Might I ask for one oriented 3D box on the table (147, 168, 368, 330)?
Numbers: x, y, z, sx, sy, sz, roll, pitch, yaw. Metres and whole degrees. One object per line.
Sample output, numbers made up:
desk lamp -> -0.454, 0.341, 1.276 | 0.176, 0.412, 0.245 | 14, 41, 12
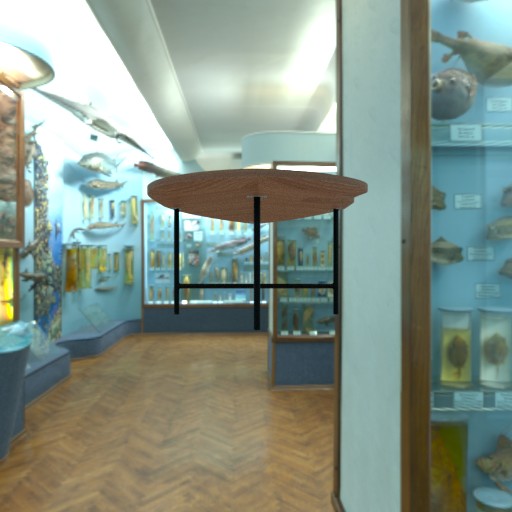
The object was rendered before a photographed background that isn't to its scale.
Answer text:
table -> 0.000, 0.000, 1.504 | 0.598, 0.360, 1.199 | 0, 0, 0
